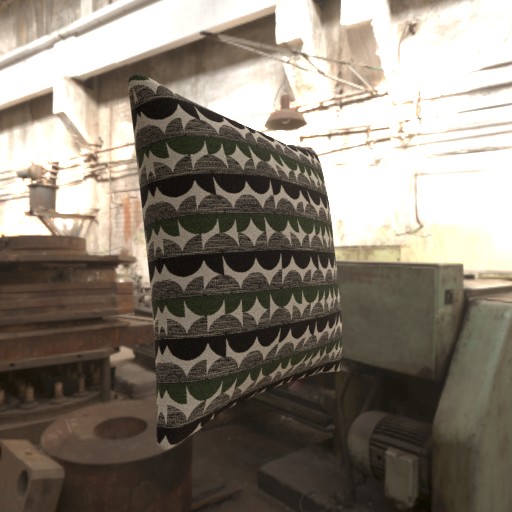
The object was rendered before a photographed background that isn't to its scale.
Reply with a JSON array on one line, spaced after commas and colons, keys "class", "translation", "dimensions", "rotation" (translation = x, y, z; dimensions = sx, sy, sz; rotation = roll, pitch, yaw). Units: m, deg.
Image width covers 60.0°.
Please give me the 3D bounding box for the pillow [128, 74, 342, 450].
[{"class": "pillow", "translation": [0.000, 0.000, 0.637], "dimensions": [0.180, 0.404, 0.419], "rotation": [0, -1, 36]}]
